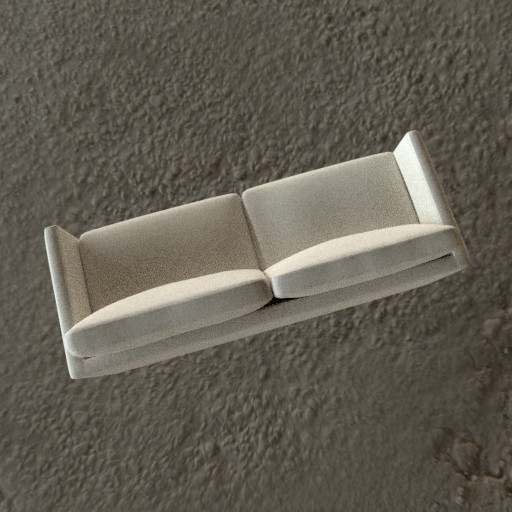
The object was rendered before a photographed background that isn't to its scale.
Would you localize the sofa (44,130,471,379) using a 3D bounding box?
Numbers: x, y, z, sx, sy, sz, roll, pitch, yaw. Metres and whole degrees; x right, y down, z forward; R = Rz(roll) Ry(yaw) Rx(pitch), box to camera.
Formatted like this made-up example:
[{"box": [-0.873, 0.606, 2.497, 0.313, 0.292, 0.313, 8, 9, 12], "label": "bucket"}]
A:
[{"box": [0.000, 0.000, 2.907, 2.434, 0.965, 0.948, -15, 78, -3], "label": "sofa"}]
